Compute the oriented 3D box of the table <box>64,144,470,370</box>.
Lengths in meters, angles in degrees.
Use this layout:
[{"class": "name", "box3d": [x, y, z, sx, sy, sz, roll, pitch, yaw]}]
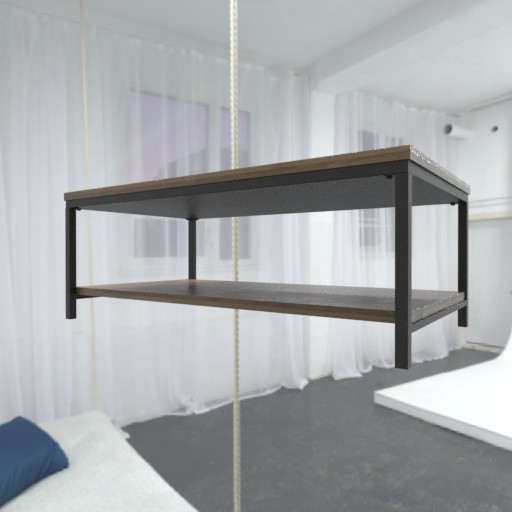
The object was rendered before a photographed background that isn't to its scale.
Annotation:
[{"class": "table", "box3d": [0.000, 0.000, 1.311, 1.062, 0.393, 0.574, 0, 0, 35]}]
